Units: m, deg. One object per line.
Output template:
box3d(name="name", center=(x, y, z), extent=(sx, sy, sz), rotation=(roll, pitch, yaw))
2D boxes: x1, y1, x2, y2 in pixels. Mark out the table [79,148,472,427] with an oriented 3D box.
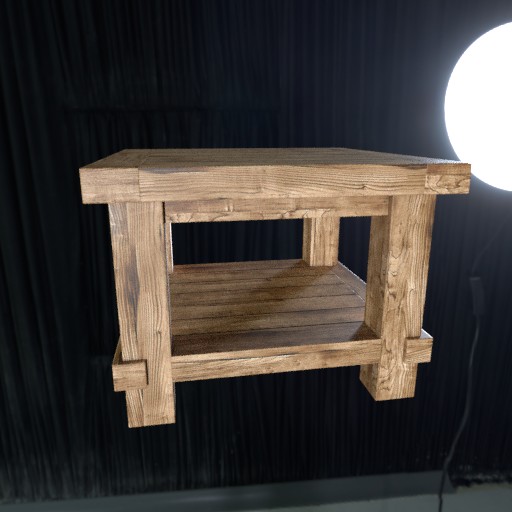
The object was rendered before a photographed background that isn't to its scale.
box3d(name="table", center=(0.000, 0.000, 1.022), extent=(0.610, 0.457, 0.610), rotation=(-3, 16, -10))
